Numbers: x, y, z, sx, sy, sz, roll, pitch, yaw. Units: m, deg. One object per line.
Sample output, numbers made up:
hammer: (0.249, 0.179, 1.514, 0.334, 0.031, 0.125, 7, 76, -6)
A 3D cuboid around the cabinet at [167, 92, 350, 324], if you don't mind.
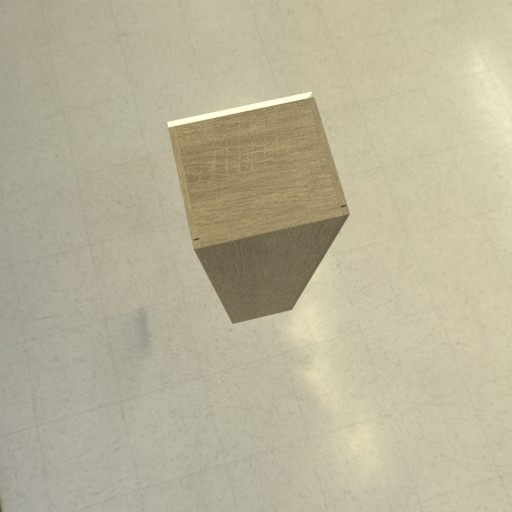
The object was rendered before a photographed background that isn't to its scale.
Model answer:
cabinet: (0.000, 0.000, 1.536, 0.300, 1.400, 0.270, -13, 76, -3)
